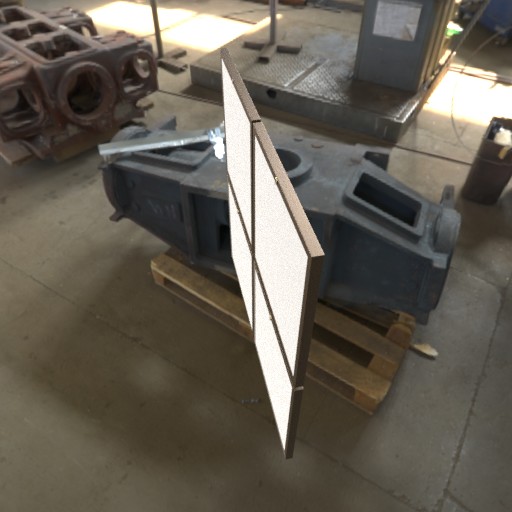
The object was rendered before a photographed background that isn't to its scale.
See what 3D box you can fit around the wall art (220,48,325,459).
[{"bbox_3d":[0.000,0.000,1.553,0.030,1.032,1.032,-9,47,-9],"label":"wall art"}]
